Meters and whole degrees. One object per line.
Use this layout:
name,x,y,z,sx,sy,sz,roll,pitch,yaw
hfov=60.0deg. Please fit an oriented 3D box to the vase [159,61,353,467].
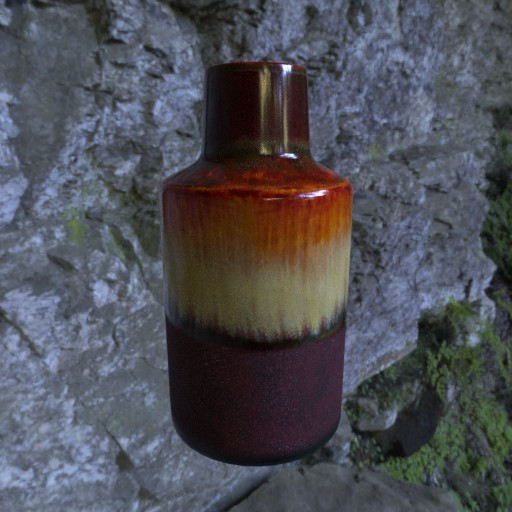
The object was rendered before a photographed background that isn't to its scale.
vase,0.000,0.000,0.260,0.108,0.204,0.108,0,15,0
